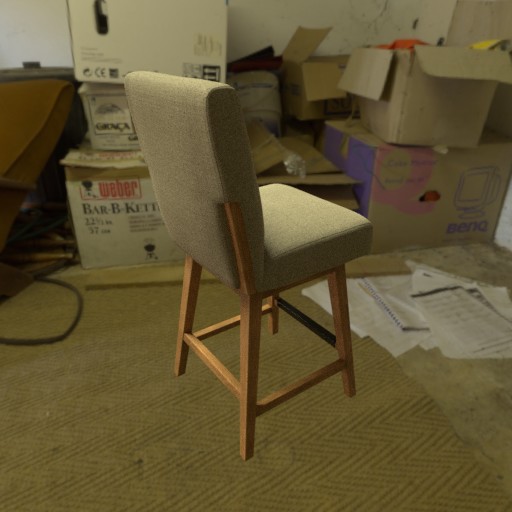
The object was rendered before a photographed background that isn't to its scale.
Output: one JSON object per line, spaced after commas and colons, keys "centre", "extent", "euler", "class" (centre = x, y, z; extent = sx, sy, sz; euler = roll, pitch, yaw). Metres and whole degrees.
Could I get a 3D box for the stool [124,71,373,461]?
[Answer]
{"centre": [0.000, 0.000, 1.307], "extent": [0.526, 1.010, 0.459], "euler": [-18, 32, -31], "class": "stool"}
